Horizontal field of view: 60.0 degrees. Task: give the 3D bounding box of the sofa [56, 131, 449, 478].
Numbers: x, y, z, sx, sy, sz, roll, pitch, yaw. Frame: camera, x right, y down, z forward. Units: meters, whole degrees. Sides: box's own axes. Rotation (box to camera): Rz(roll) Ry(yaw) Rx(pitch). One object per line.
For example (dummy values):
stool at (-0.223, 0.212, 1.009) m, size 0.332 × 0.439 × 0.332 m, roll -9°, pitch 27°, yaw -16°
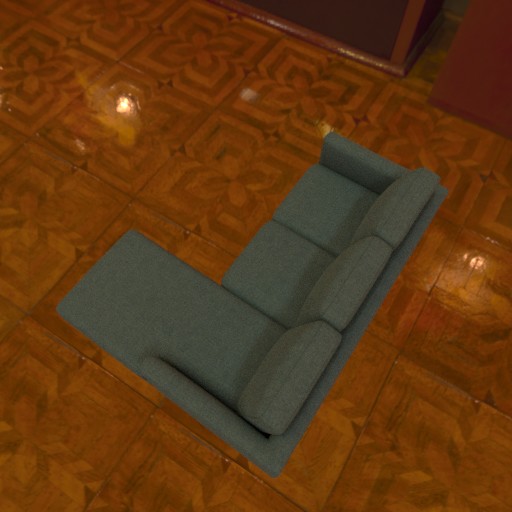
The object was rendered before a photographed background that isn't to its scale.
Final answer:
sofa at (0.000, 0.000, 2.917) m, size 1.667 × 0.957 × 2.055 m, roll 32°, pitch 67°, yaw 15°
